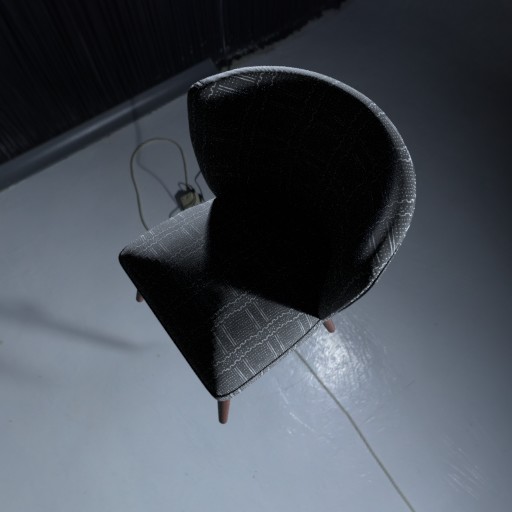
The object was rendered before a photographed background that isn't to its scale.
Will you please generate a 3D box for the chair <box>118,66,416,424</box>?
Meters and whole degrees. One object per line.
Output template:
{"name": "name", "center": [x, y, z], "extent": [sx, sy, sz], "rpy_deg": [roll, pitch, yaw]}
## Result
{"name": "chair", "center": [0.000, 0.000, 1.399], "extent": [0.758, 0.866, 0.710], "rpy_deg": [-34, 69, -15]}
